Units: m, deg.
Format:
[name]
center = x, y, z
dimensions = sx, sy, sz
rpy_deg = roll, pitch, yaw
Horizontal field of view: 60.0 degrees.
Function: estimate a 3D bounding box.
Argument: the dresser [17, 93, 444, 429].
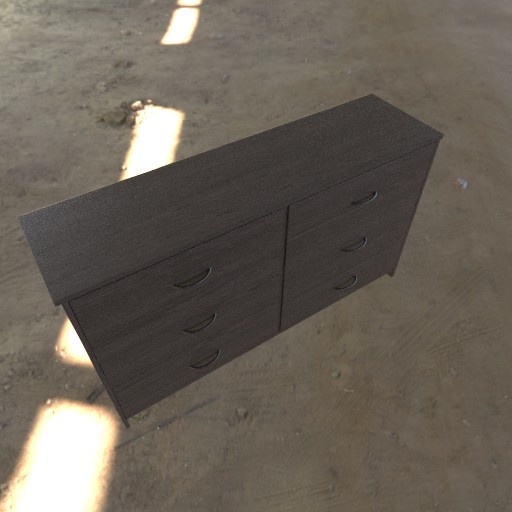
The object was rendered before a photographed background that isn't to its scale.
[dresser]
center = 0.000, 0.000, 1.672
dimensions = 1.360, 0.755, 0.401
rpy_deg = -25, 51, -22
